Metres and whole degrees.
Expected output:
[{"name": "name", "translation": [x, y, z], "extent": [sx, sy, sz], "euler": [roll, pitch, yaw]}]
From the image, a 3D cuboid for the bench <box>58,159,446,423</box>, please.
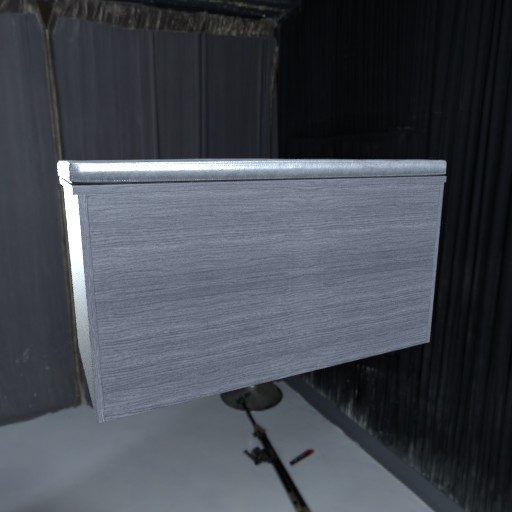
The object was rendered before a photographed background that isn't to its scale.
[{"name": "bench", "translation": [0.000, 0.000, 1.172], "extent": [0.905, 0.501, 0.401], "euler": [-6, 14, -26]}]
